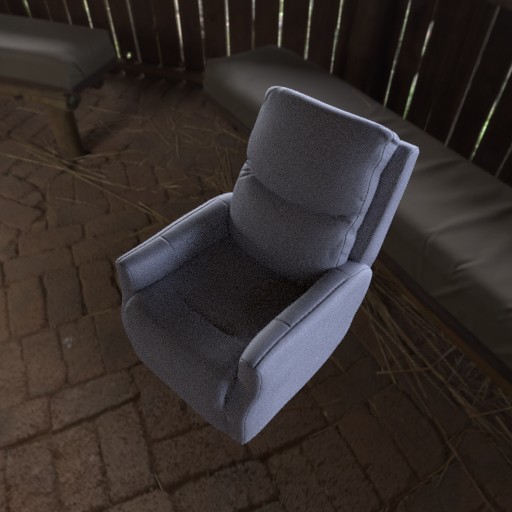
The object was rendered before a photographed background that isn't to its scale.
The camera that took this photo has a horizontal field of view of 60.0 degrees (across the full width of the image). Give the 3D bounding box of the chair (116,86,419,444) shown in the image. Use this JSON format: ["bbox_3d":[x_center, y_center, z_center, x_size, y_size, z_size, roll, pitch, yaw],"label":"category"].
[{"bbox_3d":[0.000,0.000,1.838,0.829,1.030,1.080,32,55,27],"label":"chair"}]
